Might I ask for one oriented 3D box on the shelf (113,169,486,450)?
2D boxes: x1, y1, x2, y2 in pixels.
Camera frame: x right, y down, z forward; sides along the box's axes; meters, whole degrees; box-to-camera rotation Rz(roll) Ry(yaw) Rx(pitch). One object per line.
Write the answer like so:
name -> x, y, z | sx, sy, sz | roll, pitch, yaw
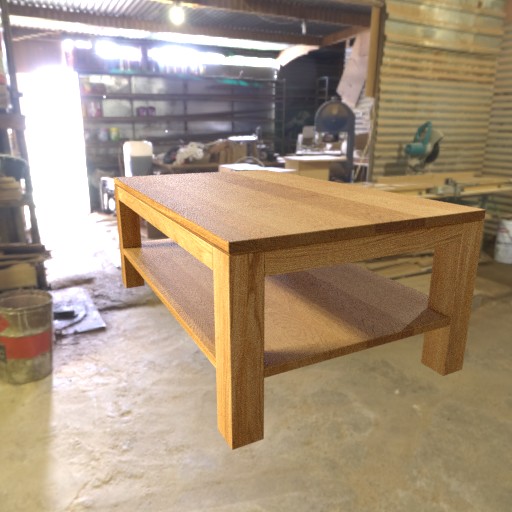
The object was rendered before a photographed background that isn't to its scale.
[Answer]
shelf -> 0.000, 0.000, 1.506 | 0.700, 0.450, 1.150 | -8, 18, -26
